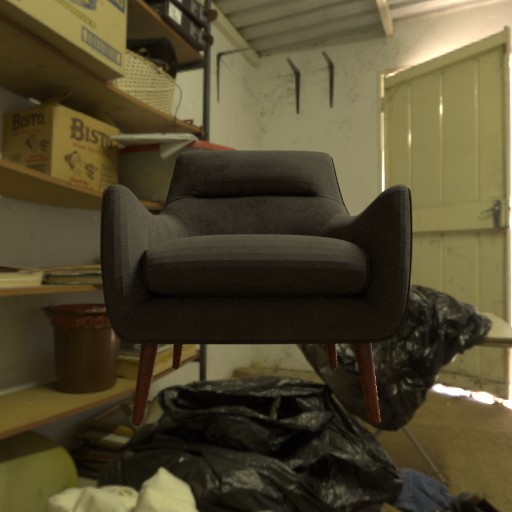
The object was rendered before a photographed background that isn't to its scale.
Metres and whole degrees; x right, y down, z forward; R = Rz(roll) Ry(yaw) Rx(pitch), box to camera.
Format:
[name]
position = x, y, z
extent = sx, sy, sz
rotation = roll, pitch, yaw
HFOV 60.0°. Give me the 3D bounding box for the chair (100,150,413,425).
[chair]
position = 0.000, 0.000, 1.430
extent = 0.762, 0.838, 0.787
rotation = 0, -1, -1
